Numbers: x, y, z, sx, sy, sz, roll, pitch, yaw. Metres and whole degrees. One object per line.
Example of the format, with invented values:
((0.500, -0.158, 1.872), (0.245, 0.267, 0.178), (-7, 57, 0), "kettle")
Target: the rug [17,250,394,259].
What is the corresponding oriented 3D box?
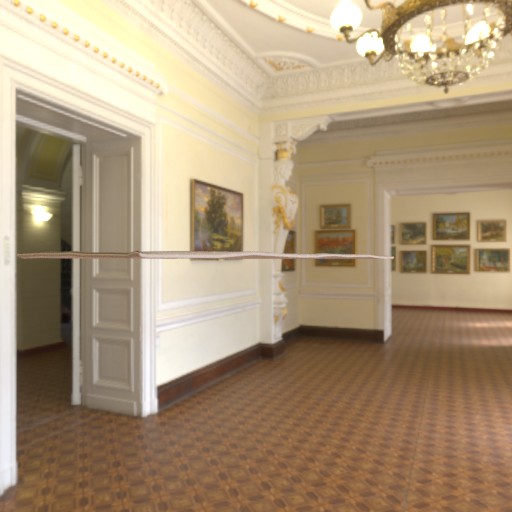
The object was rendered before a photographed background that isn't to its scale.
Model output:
((0.000, 0.000, 2.630), (0.831, 0.036, 2.381), (0, -1, 37), "rug")
